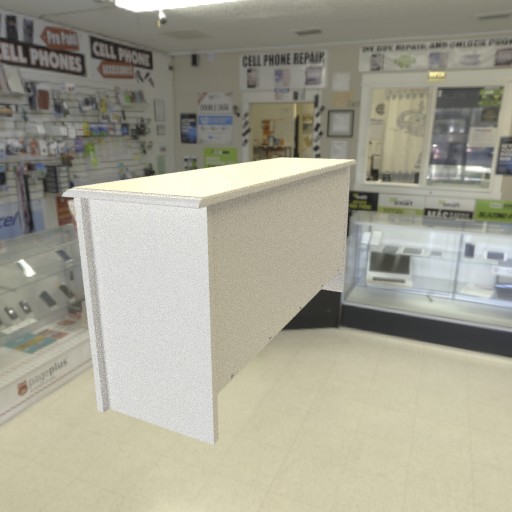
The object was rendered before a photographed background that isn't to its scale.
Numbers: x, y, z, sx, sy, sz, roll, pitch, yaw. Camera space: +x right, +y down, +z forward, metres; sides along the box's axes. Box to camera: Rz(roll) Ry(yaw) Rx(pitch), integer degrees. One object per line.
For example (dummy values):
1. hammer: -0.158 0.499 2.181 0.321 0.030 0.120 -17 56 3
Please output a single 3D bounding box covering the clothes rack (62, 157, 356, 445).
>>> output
1. clothes rack: 0.000 0.000 1.376 0.324 0.531 1.120 8 18 25
